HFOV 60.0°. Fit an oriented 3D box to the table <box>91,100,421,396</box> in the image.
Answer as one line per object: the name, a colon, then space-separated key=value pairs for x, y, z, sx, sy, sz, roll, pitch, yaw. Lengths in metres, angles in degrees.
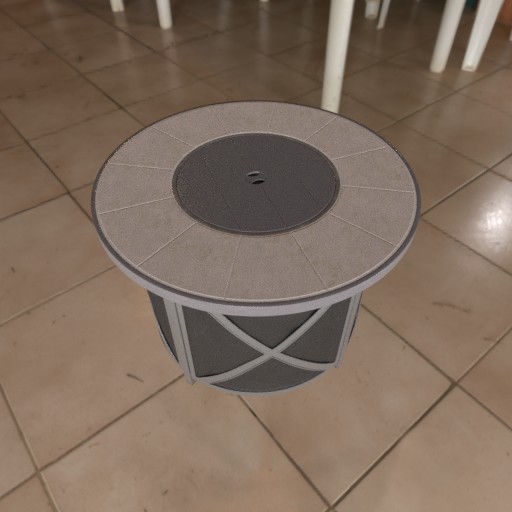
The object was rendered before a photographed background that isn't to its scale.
table: x=0.000 y=0.000 z=1.501 sx=0.914 sy=0.650 sz=0.914 roll=0 pitch=47 yaw=0
